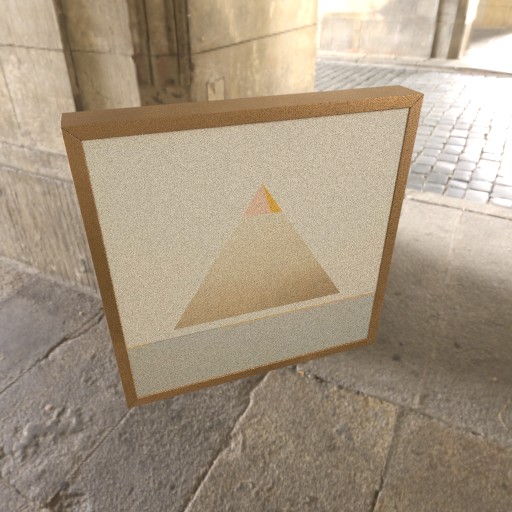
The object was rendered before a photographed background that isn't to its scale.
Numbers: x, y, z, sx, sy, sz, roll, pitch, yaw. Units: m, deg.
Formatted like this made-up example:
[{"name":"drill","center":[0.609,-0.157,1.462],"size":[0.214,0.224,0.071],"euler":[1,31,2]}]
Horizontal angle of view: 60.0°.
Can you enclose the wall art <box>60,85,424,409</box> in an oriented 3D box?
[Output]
[{"name":"wall art","center":[0.000,0.000,0.451],"size":[0.305,0.303,0.038],"euler":[-11,34,-16]}]
